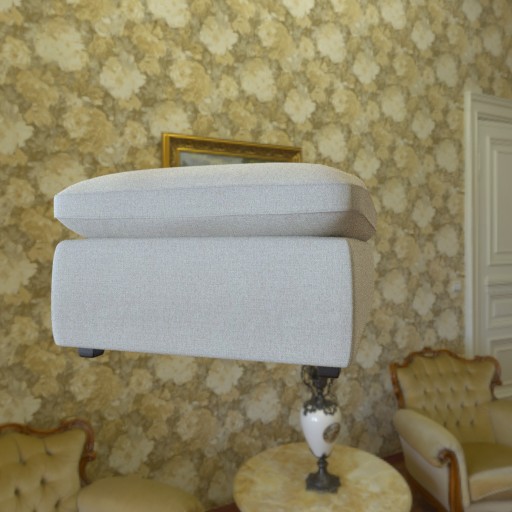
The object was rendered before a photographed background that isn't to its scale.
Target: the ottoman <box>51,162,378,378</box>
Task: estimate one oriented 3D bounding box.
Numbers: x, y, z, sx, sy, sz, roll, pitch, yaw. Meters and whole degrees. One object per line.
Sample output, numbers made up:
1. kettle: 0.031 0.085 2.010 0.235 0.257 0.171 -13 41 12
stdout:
1. ottoman: 0.000 0.000 1.328 0.686 0.453 0.984 0 1 17
